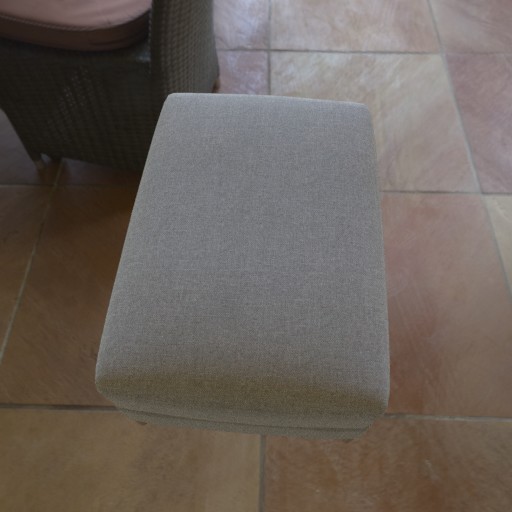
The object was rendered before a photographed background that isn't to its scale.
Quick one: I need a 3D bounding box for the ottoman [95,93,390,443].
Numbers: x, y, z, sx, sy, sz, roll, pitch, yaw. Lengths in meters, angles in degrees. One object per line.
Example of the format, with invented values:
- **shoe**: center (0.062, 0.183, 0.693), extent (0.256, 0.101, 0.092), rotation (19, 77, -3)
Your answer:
- **ottoman**: center (0.000, 0.000, 1.151), extent (0.584, 0.457, 0.838), rotation (4, 61, 2)
